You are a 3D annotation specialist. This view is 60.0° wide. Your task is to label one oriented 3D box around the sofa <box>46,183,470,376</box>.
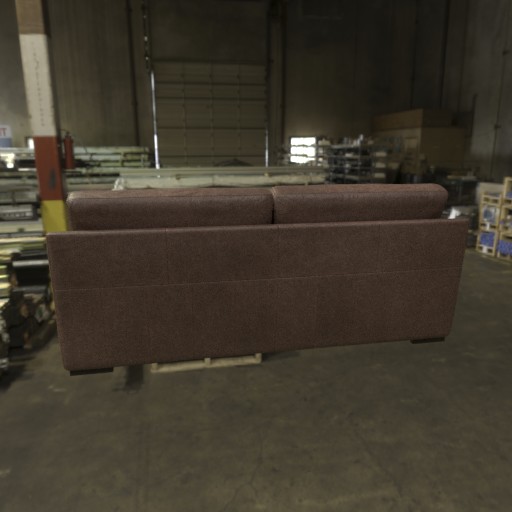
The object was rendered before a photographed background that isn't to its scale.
[{"bbox_3d":[0.000,0.000,2.820,2.261,0.941,1.143,-3,14,-11],"label":"sofa"}]
